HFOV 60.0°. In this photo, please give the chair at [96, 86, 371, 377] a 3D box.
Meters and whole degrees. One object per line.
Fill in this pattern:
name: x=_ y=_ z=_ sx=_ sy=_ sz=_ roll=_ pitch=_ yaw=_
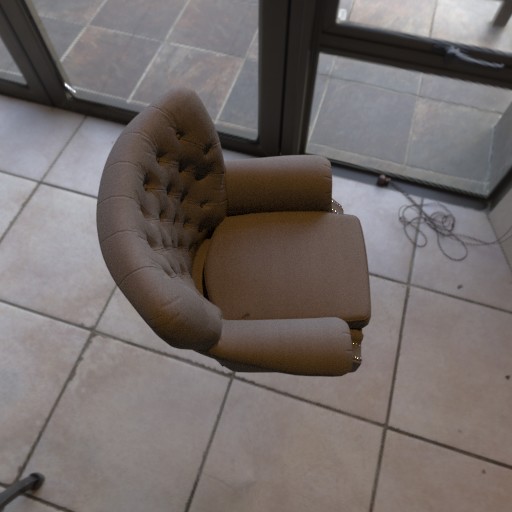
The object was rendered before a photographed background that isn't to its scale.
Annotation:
chair: x=0.000 y=0.000 z=1.816 sx=0.983 sy=1.046 sz=0.983 roll=-1 pitch=63 yaw=0
